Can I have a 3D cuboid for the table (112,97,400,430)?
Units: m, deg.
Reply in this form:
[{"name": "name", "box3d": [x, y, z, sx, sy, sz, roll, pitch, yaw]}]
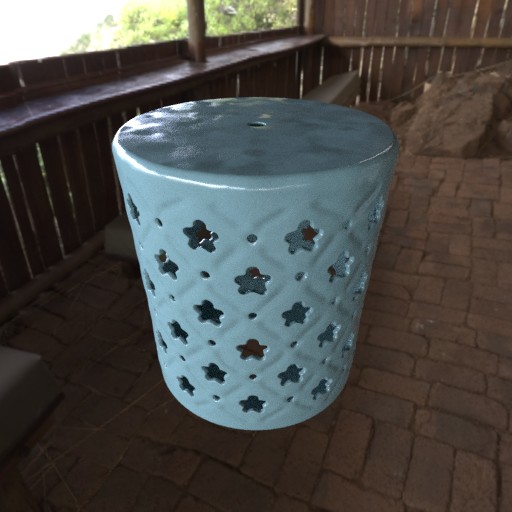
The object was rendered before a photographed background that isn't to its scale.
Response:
[{"name": "table", "box3d": [0.000, 0.000, 0.655, 0.352, 0.387, 0.352, 0, 31, 0]}]
